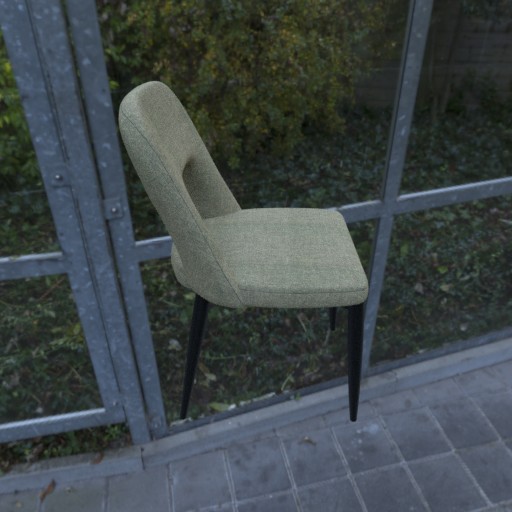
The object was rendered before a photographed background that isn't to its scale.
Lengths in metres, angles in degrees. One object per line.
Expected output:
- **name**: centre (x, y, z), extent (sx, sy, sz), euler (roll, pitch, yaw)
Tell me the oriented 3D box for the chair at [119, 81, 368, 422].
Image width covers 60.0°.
- **chair**: centre (0.000, 0.000, 1.290), extent (0.612, 0.931, 0.470), euler (0, 31, 0)
